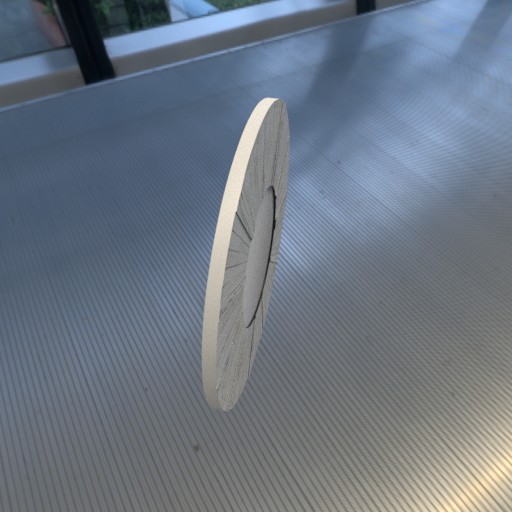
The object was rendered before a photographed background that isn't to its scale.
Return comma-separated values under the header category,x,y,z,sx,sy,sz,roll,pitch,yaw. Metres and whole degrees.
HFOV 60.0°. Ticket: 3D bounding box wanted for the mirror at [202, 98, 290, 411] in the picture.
category,x,y,z,sx,sy,sz,roll,pitch,yaw
mirror,0.000,0.000,1.358,0.038,0.914,0.914,10,47,9
